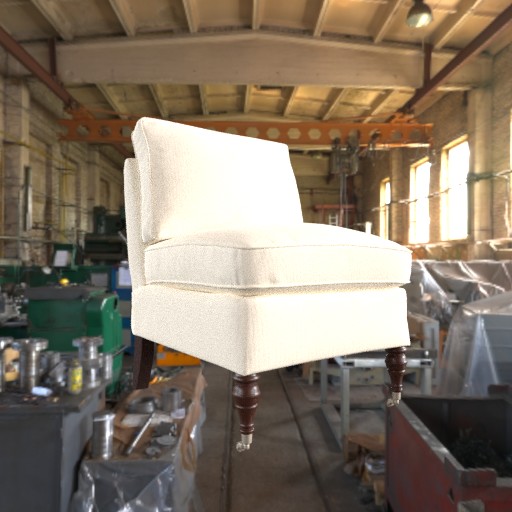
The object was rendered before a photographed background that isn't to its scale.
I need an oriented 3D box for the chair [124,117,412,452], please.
[{"bbox_3d":[0.000,0.000,1.410,0.630,0.887,0.781,0,-1,-36],"label":"chair"}]
